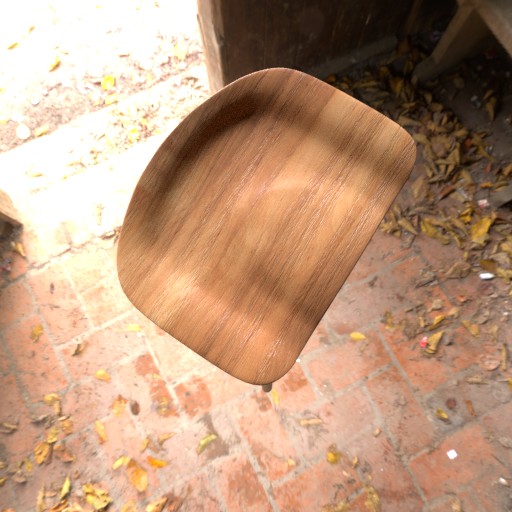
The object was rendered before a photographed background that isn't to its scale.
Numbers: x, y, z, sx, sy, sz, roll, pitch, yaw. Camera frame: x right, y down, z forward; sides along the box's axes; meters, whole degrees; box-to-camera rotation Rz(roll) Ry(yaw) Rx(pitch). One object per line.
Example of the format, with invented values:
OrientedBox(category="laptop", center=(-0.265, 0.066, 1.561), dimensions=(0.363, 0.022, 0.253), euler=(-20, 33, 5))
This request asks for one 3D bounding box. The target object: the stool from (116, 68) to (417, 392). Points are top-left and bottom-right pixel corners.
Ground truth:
OrientedBox(category="stool", center=(0.000, 0.000, 0.872), dimensions=(0.361, 0.615, 0.440), euler=(32, 79, 7))
